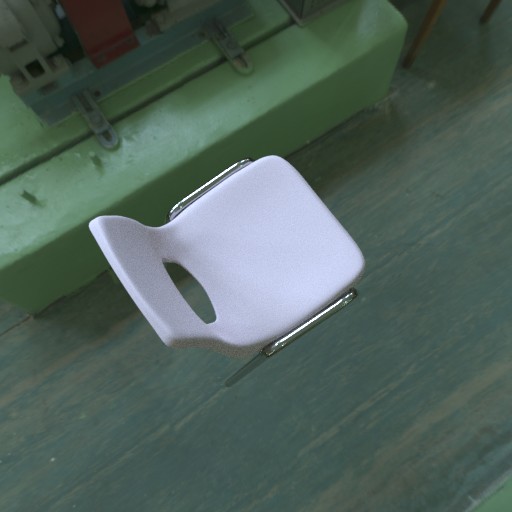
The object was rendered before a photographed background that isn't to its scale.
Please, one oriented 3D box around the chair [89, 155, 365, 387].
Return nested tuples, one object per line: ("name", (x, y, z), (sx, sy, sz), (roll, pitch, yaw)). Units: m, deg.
("chair", (0.000, 0.000, 0.918), (0.436, 0.653, 0.381), (-35, 77, -9))
